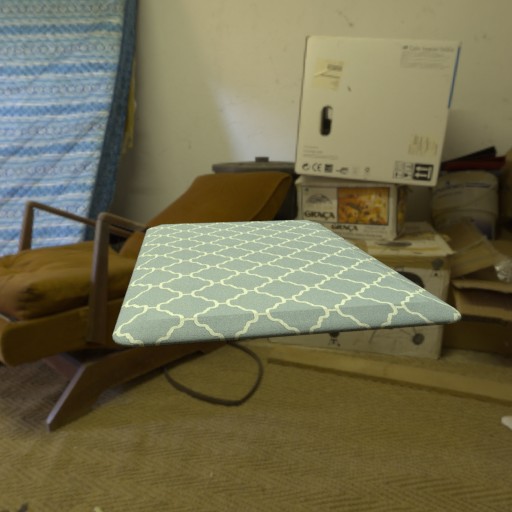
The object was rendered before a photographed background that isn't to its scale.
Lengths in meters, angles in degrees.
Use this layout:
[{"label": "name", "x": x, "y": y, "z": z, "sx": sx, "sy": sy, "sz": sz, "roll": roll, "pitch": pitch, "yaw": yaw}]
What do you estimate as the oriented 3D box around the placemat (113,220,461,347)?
[{"label": "placemat", "x": 0.000, "y": 0.000, "z": 0.962, "sx": 0.508, "sy": 0.021, "sz": 0.762, "roll": -3, "pitch": 15, "yaw": -9}]
